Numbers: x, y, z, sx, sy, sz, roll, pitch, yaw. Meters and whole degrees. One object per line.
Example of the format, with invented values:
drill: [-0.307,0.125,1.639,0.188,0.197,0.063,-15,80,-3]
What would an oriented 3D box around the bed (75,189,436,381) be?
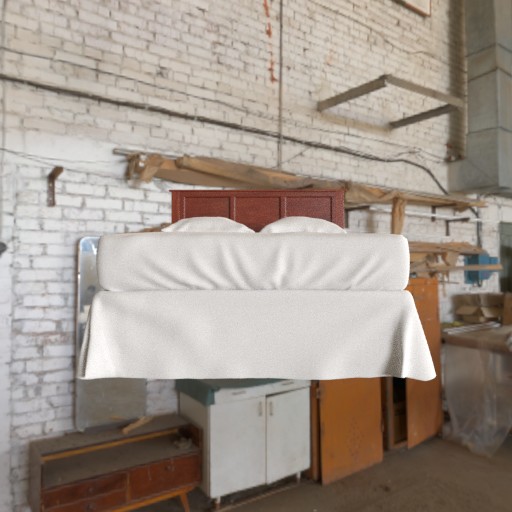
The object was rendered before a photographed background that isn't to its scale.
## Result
bed: [0.000,0.000,3.137,1.870,1.270,2.050,0,-1,1]
